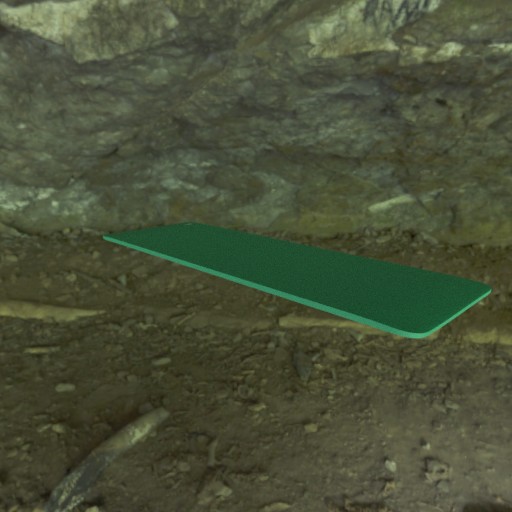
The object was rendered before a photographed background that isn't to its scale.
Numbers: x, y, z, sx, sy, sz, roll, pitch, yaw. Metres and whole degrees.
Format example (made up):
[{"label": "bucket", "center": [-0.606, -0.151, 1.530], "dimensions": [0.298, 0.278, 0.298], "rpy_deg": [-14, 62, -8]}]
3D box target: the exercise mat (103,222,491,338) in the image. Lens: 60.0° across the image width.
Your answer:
[{"label": "exercise mat", "center": [0.000, 0.000, 2.038], "dimensions": [0.616, 0.021, 1.869], "rpy_deg": [-14, 20, -43]}]
